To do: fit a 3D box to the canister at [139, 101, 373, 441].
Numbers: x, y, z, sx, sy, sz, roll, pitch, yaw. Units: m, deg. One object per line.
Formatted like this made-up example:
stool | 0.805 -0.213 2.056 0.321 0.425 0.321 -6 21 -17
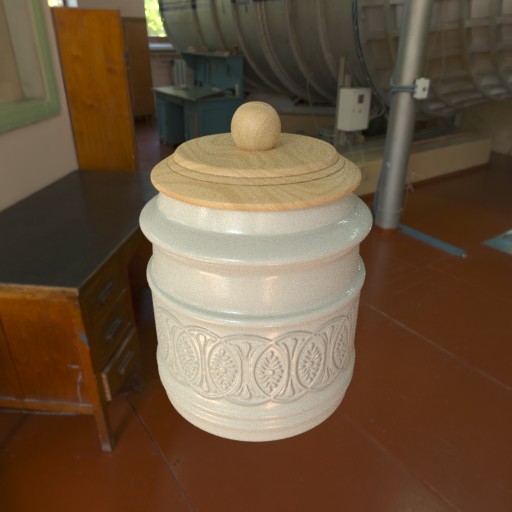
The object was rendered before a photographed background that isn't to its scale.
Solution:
canister | 0.000 0.000 0.266 0.130 0.176 0.130 0 27 0
